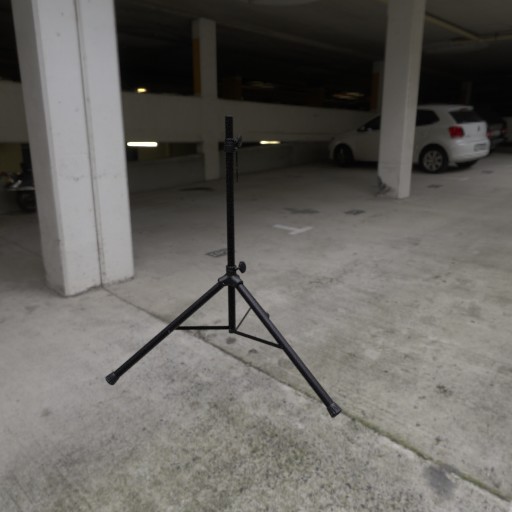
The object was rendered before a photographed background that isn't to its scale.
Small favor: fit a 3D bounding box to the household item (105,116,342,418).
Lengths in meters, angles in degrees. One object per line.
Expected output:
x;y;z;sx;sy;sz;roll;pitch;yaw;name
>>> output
0.000;0.000;1.868;1.045;1.136;0.907;-14;20;-43;household item
